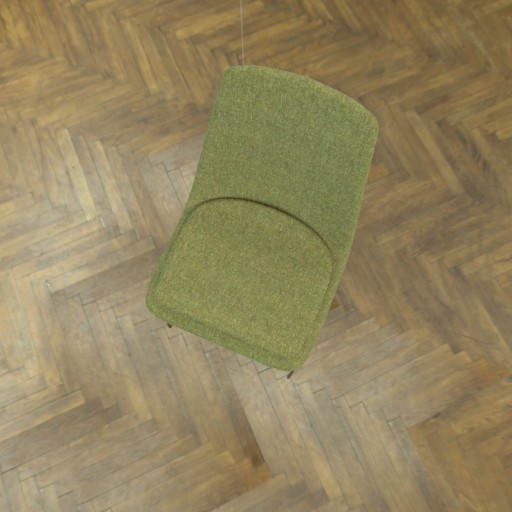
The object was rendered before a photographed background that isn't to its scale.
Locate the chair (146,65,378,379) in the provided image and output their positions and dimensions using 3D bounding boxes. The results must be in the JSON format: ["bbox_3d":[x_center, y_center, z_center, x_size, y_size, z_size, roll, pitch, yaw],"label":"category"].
[{"bbox_3d":[0.000,0.000,1.163,0.479,0.849,0.496,22,76,6],"label":"chair"}]
